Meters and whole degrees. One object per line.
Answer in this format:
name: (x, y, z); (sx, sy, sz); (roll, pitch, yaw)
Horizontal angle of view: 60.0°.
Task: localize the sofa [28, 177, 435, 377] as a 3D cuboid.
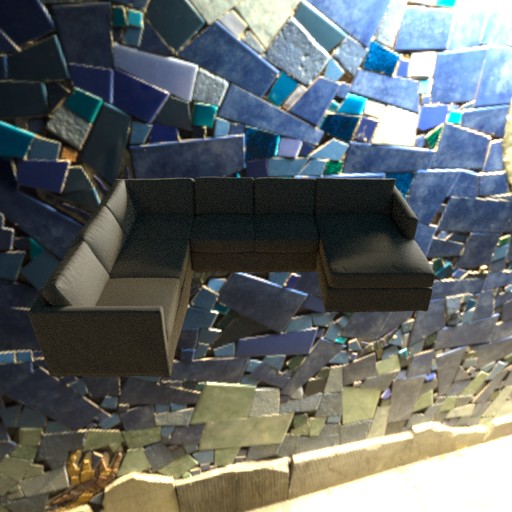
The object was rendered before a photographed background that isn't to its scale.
sofa: (0.000, 0.000, 4.486); (3.460, 0.882, 2.427); (0, 32, 0)
